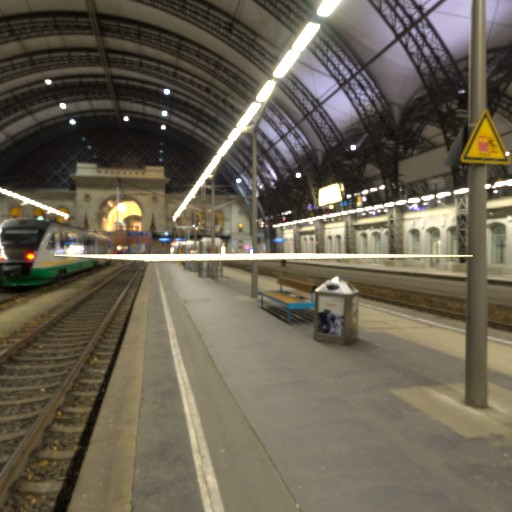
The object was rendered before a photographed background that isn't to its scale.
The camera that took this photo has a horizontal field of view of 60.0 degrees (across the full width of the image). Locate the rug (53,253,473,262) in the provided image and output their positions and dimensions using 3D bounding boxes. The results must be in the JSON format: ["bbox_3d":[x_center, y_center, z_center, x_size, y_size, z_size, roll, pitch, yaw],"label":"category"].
[{"bbox_3d":[0.000,0.000,4.111,3.050,0.015,2.441,-1,1,-34],"label":"rug"}]
